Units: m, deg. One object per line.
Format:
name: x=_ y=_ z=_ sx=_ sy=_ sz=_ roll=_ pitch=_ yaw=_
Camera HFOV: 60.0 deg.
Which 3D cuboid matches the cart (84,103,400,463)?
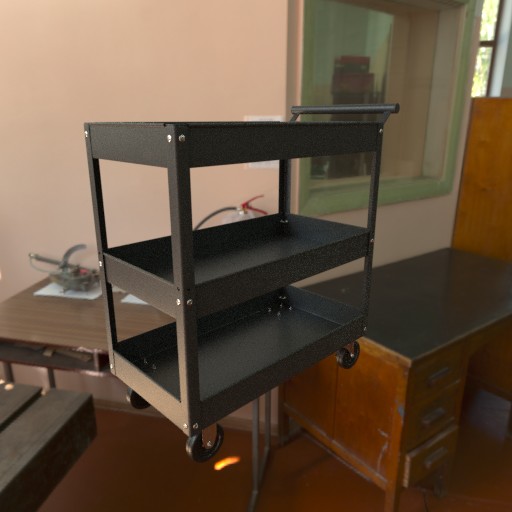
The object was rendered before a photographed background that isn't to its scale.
cart: x=0.000 y=0.000 z=1.184 sx=0.719 sy=0.780 sz=0.366 roll=-16 pitch=23 yaw=-42
